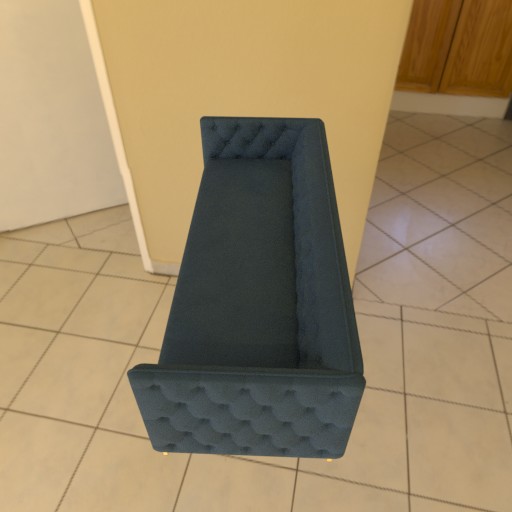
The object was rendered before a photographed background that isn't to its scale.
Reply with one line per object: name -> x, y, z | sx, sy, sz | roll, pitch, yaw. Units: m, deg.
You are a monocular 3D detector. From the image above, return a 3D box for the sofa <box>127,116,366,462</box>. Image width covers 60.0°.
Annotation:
sofa -> 0.000, 0.000, 2.648 | 0.895, 0.771, 2.209 | 2, 43, 2
